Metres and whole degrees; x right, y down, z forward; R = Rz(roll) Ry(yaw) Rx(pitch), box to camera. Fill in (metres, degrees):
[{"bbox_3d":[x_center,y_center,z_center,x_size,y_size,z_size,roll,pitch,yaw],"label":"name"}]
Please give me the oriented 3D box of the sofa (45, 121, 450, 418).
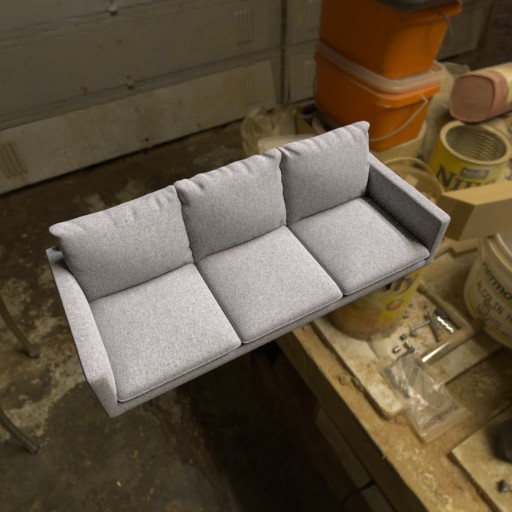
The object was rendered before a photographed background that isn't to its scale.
[{"bbox_3d":[0.000,0.000,2.443,2.000,0.830,0.850,-22,51,-19],"label":"sofa"}]
